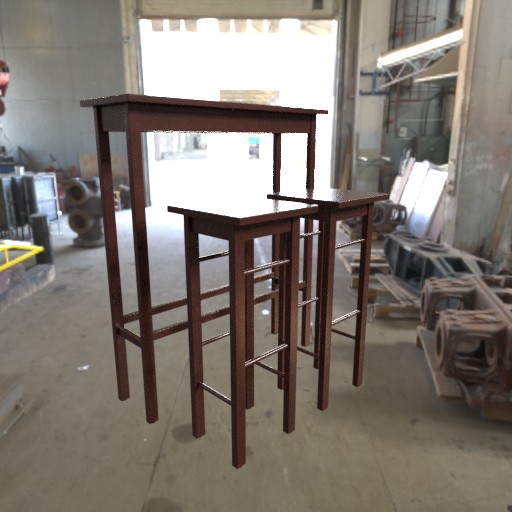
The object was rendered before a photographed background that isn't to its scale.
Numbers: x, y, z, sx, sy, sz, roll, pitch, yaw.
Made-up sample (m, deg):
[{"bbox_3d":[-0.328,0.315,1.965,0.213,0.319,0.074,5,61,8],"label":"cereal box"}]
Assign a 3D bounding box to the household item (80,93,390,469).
[{"bbox_3d":[0.000,0.000,1.626,0.914,1.067,0.676,-14,20,-43],"label":"household item"}]
